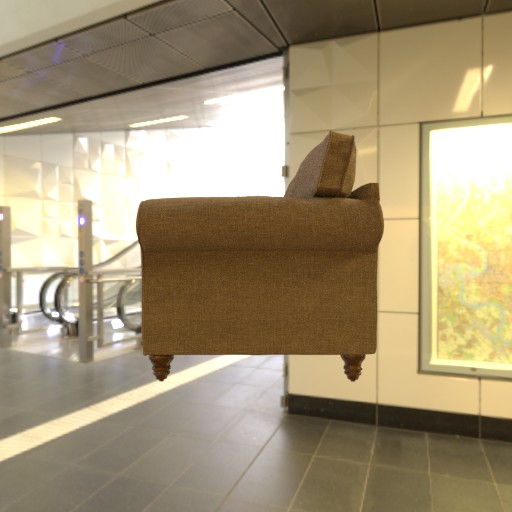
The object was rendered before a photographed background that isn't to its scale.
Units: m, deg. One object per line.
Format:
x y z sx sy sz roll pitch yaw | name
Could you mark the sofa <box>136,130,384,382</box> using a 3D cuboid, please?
0.000 0.000 2.616 0.916 0.961 2.084 0 1 0 | sofa
